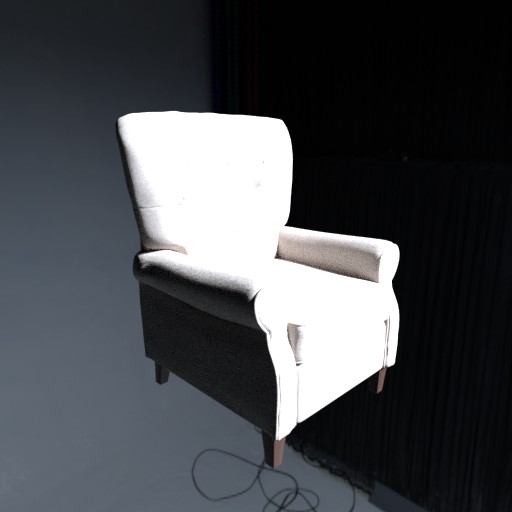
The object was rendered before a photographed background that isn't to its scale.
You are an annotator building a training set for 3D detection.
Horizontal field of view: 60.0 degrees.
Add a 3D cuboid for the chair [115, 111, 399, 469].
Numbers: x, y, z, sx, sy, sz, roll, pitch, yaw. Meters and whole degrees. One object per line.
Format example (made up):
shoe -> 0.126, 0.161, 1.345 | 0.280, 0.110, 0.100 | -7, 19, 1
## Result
chair -> 0.000, 0.000, 1.926 | 0.942, 1.209, 1.025 | -14, 20, -42
